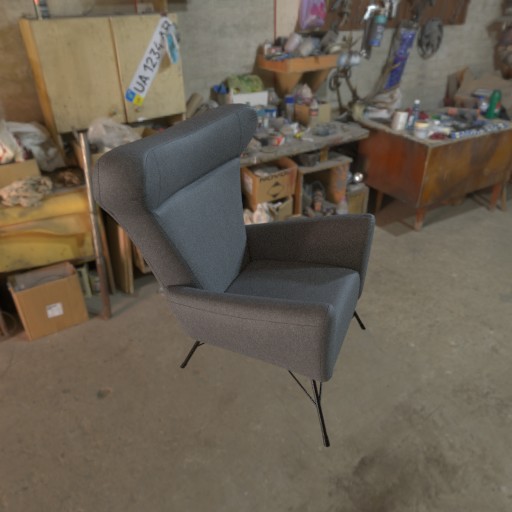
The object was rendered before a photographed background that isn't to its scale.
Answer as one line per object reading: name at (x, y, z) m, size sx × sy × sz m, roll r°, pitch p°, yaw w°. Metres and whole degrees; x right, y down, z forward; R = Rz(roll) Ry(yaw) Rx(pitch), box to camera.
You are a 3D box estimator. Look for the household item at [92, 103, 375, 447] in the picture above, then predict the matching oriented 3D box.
household item at (0.000, 0.000, 1.843) m, size 0.900 × 1.050 × 0.980 m, roll 11°, pitch 31°, yaw 19°
